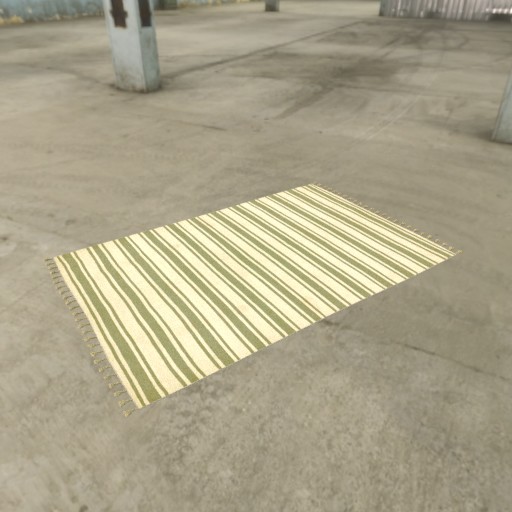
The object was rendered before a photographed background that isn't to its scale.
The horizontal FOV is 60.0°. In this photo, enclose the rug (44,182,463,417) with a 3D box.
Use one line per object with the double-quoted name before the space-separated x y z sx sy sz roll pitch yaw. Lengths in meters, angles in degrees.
"rug" 0.000 0.000 3.014 2.435 0.018 1.540 -20 37 -29
